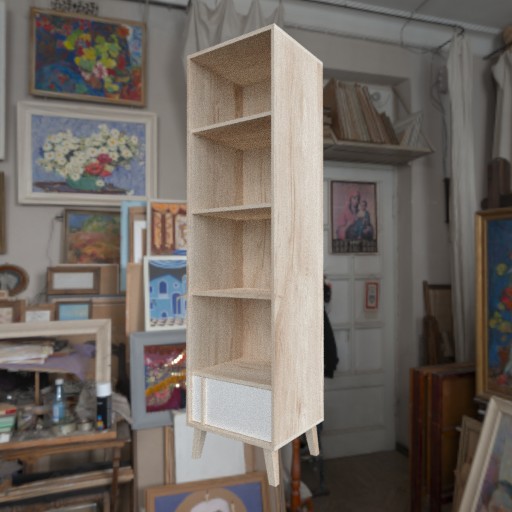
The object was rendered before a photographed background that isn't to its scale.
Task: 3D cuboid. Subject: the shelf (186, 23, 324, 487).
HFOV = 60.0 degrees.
[{"bbox_3d":[0.000,0.000,2.191,0.510,1.960,0.450,-1,-1,35],"label":"shelf"}]
